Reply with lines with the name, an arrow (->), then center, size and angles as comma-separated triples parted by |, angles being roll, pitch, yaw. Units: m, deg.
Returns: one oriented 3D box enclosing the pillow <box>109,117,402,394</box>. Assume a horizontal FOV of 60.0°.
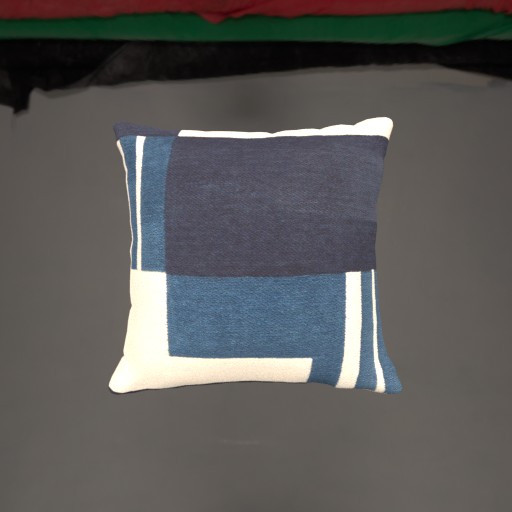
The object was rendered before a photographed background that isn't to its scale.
pillow -> 0.000, 0.000, 0.811 | 0.536, 0.506, 0.229 | 0, 1, -1
